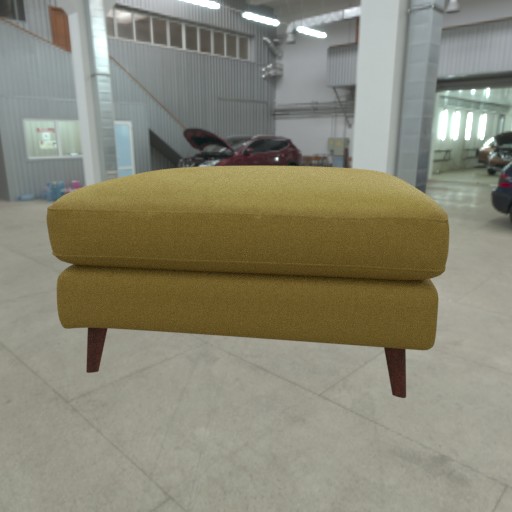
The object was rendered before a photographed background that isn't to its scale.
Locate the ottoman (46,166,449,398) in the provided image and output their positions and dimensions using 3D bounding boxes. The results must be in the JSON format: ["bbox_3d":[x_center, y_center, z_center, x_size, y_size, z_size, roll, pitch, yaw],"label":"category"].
[{"bbox_3d":[0.000,0.000,1.148,0.811,0.449,0.608,2,15,8],"label":"ottoman"}]
